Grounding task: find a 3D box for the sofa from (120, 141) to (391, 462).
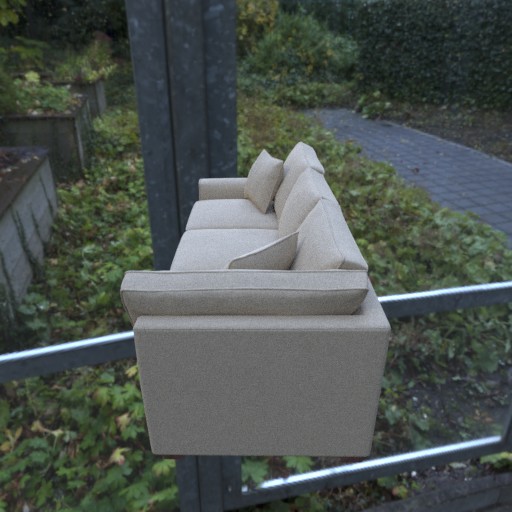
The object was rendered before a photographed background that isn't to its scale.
[{"bbox_3d":[0.000,0.000,2.812,1.061,0.962,2.317,0,27,0],"label":"sofa"}]
